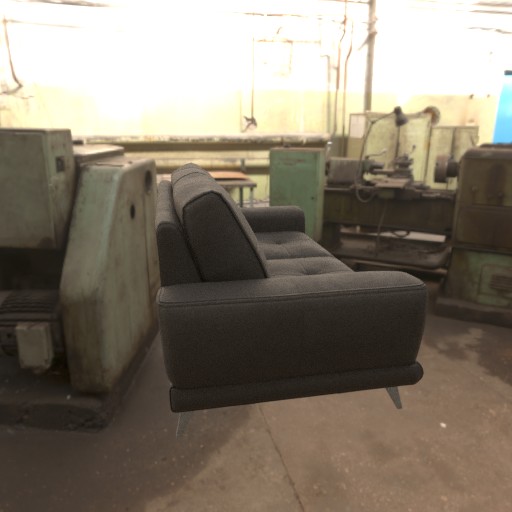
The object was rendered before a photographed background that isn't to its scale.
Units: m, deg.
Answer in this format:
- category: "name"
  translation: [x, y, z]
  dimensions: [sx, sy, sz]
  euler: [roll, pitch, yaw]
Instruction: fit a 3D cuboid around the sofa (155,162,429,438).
- category: "sofa"
  translation: [0.000, 0.000, 2.399]
  dimensions: [1.018, 0.907, 1.806]
  euler: [-3, 17, -11]
